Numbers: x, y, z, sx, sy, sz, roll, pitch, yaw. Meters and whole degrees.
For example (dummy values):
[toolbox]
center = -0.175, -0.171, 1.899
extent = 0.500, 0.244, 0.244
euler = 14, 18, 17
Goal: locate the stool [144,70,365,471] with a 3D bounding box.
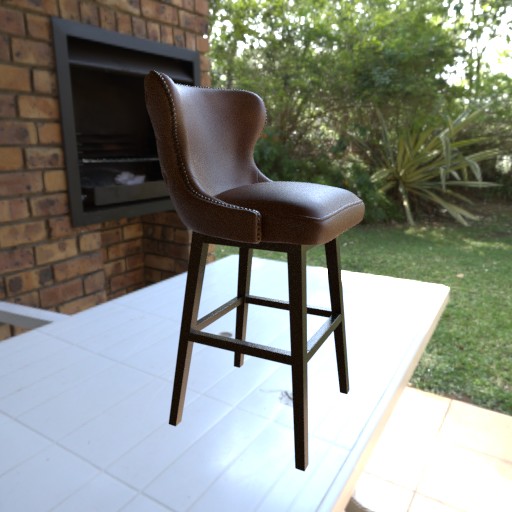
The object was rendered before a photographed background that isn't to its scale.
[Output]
[stool]
center = 0.000, 0.000, 1.443
extent = 0.606, 1.087, 0.591
euler = 7, 16, 26
